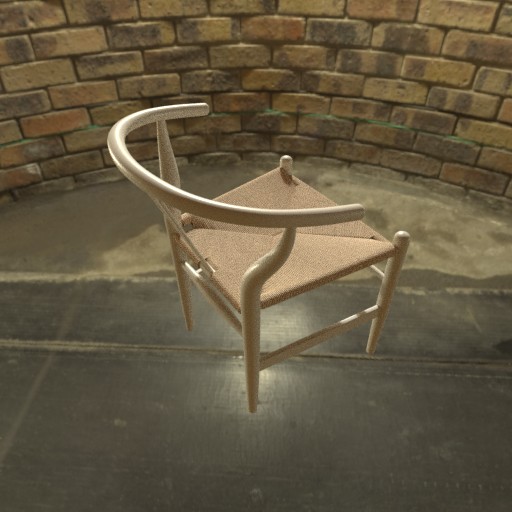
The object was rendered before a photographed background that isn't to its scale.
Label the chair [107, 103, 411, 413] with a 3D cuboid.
[{"bbox_3d":[0.000,0.000,1.131,0.579,0.730,0.569,-25,47,-26],"label":"chair"}]
